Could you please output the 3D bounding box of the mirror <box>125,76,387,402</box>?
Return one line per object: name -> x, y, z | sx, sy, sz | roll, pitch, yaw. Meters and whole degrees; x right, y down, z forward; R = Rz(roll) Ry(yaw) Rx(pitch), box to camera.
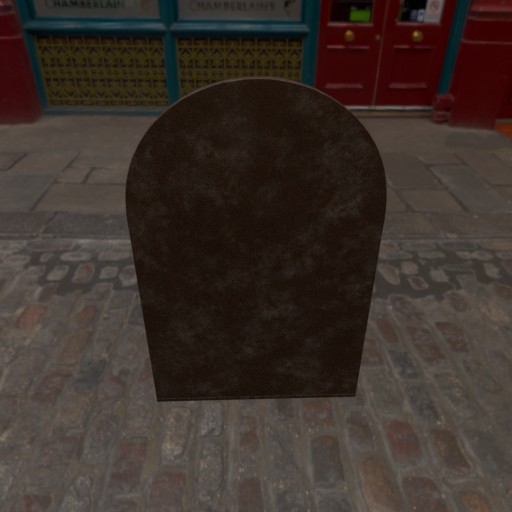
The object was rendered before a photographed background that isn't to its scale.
mirror -> 0.000, 0.000, 0.993 | 0.510, 0.770, 0.137 | -1, 31, -2
